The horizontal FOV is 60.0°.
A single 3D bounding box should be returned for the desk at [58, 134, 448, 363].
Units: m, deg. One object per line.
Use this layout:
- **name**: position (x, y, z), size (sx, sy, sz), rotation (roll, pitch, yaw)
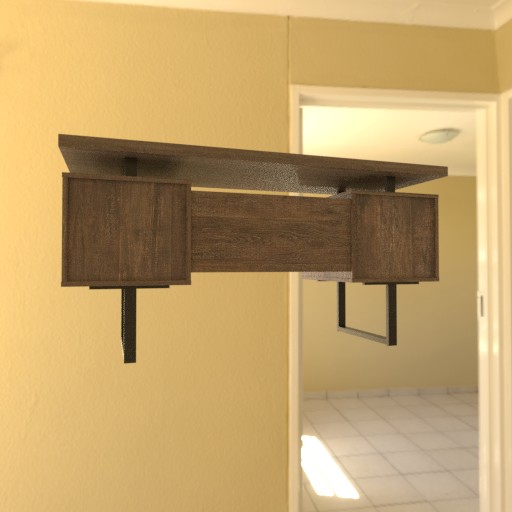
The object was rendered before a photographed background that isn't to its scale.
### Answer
- **desk**: position (0.000, 0.000, 1.928), size (1.524, 0.760, 0.600), rotation (0, -1, -18)
